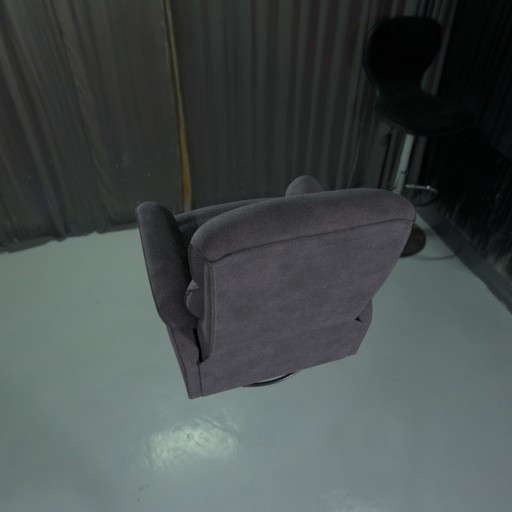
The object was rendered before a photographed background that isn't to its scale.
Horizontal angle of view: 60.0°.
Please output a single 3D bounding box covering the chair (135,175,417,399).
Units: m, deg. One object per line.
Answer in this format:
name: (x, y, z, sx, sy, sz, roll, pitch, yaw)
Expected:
chair: (0.000, 0.000, 1.721, 0.830, 1.035, 1.009, -12, 42, -13)
